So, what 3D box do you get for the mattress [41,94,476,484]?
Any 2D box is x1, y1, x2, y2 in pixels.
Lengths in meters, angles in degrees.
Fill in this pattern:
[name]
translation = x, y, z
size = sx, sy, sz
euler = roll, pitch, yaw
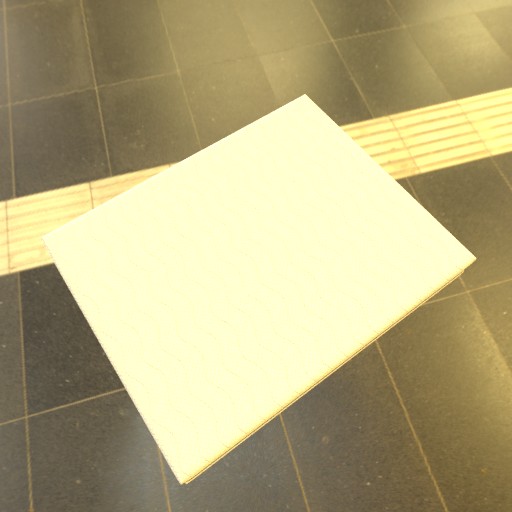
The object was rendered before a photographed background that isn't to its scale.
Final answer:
[mattress]
translation = 0.000, 0.000, 2.683
size = 2.000, 0.230, 1.600
euler = -33, 68, -15
